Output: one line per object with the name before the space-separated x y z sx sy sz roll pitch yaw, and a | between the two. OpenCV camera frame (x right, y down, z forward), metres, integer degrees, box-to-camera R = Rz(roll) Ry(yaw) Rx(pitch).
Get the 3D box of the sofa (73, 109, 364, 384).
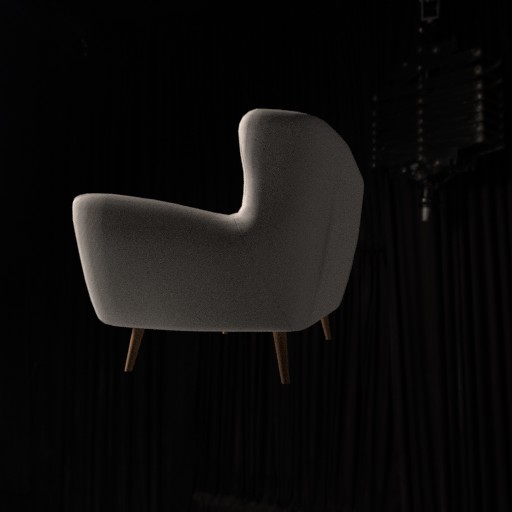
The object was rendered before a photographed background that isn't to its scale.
sofa | 0.000 0.000 2.029 0.921 0.878 1.424 0 -1 18
